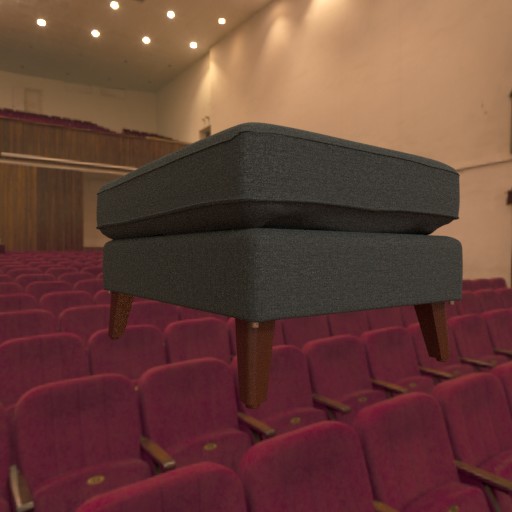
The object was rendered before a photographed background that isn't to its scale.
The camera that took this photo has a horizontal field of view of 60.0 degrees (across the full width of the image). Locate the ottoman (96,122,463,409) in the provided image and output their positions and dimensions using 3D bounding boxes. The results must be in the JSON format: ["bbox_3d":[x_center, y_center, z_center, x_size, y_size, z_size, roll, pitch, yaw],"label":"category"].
[{"bbox_3d":[0.000,0.000,1.197,0.629,0.503,0.835,0,0,-35],"label":"ottoman"}]
